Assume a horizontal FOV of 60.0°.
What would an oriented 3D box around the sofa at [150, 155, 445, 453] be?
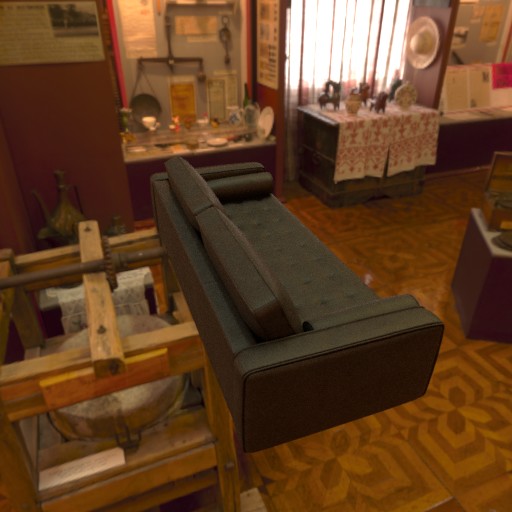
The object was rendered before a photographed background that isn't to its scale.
[{"bbox_3d":[0.000,0.000,2.654,0.914,0.762,2.210,-11,32,-17],"label":"sofa"}]
